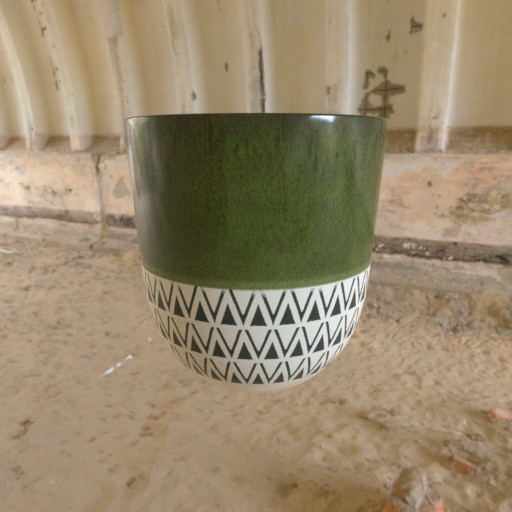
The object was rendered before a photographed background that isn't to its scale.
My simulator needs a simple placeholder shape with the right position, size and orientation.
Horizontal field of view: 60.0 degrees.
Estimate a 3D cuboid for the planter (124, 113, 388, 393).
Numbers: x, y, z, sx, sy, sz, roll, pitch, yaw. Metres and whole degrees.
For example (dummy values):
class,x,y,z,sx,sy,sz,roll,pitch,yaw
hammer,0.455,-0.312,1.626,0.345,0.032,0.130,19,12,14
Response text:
class,x,y,z,sx,sy,sz,roll,pitch,yaw
planter,0.000,0.000,0.461,0.245,0.270,0.245,0,15,0
